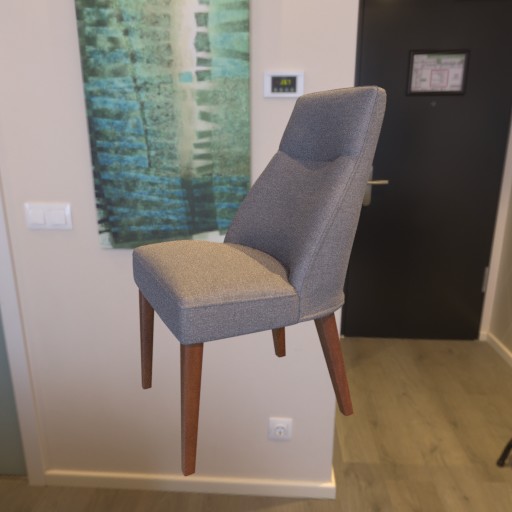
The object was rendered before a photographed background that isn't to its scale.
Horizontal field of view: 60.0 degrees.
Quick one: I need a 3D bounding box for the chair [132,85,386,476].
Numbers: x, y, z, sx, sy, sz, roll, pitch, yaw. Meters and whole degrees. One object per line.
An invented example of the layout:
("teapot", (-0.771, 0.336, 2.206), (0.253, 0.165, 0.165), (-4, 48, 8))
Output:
("chair", (0.000, 0.000, 1.282), (0.620, 0.930, 0.500), (-8, 17, -26))
